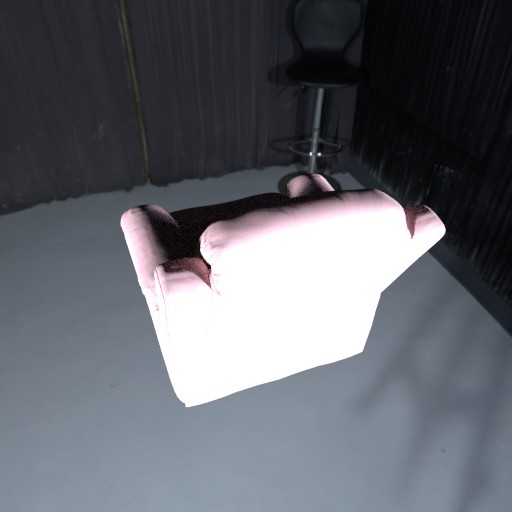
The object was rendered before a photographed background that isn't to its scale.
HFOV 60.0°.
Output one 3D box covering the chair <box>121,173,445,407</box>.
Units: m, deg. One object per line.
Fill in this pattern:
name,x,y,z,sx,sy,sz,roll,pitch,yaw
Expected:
chair,0.000,0.000,1.251,0.680,0.702,0.709,-13,42,-15
